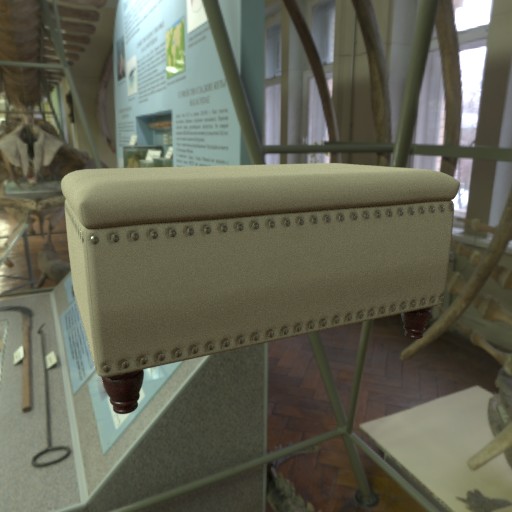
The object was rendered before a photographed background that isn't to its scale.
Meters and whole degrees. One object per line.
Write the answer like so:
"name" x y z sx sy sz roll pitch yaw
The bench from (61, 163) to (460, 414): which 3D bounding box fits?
"bench" 0.000 0.000 1.167 0.887 0.449 0.500 -7 16 -25
